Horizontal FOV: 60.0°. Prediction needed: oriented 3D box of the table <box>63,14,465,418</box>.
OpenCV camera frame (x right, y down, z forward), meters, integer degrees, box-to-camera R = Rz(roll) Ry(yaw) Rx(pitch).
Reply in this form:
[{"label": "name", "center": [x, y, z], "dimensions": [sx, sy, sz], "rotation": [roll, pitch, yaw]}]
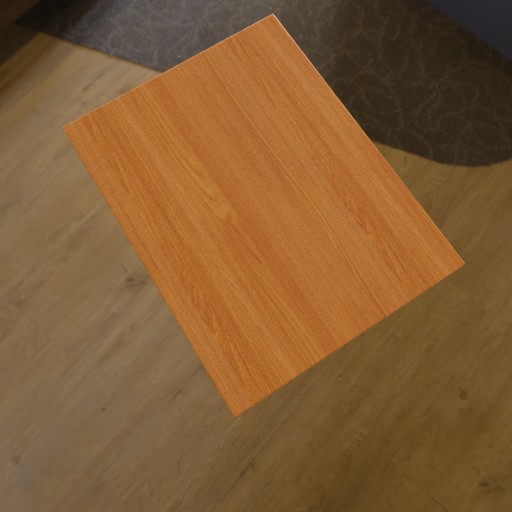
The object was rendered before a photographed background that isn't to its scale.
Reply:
[{"label": "table", "center": [0.000, 0.000, 0.724], "dimensions": [0.270, 0.550, 0.350], "rotation": [-32, 78, -7]}]
